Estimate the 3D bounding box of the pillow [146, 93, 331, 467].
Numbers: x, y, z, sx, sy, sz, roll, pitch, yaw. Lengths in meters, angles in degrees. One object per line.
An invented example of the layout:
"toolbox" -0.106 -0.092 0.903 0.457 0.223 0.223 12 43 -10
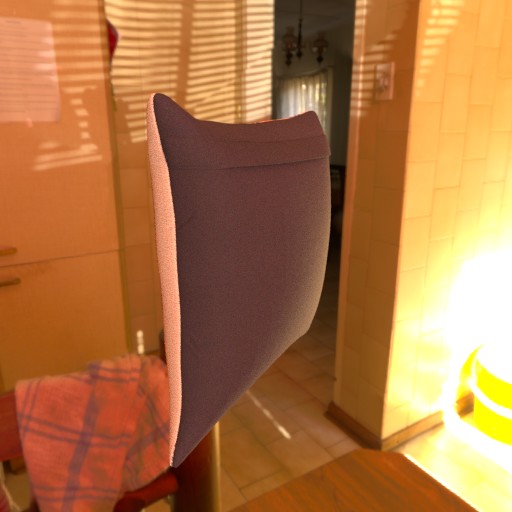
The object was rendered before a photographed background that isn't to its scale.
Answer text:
"pillow" 0.000 0.000 0.624 0.173 0.406 0.405 8 18 27
